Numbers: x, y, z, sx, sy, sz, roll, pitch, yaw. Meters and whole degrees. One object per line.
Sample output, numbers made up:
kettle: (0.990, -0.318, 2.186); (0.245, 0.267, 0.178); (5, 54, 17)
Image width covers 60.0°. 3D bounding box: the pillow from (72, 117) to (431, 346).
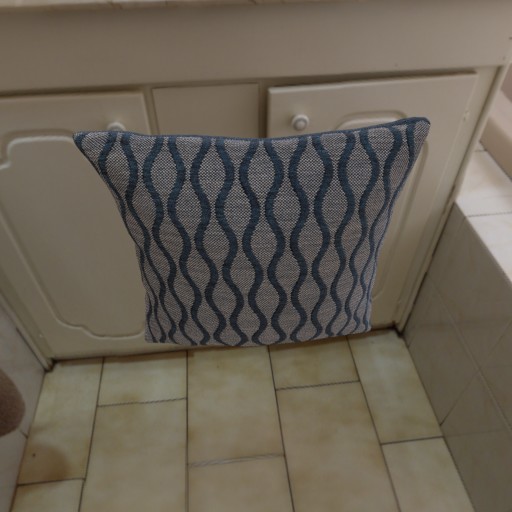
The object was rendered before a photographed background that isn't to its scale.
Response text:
pillow: (0.000, 0.000, 0.679); (0.435, 0.435, 0.159); (-3, 45, -3)
